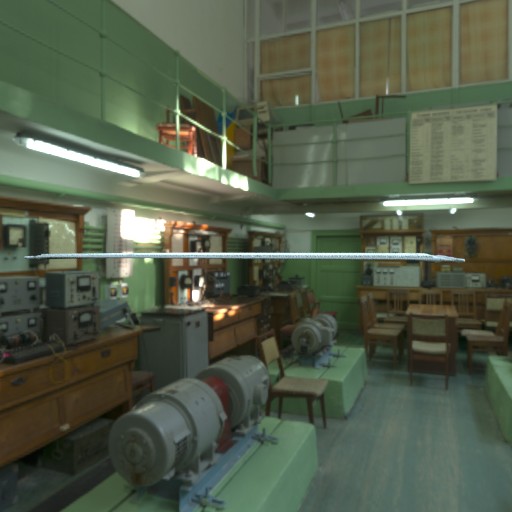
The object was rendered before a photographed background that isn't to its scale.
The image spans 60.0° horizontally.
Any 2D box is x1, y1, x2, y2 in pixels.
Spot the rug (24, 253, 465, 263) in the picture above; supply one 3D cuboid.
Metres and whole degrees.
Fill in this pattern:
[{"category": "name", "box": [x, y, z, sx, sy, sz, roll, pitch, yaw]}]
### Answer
[{"category": "rug", "box": [0.000, 0.000, 2.863, 2.307, 0.031, 1.494, 0, 1, 20]}]
